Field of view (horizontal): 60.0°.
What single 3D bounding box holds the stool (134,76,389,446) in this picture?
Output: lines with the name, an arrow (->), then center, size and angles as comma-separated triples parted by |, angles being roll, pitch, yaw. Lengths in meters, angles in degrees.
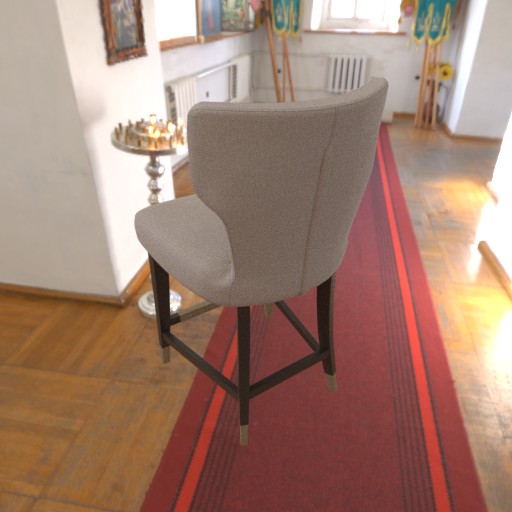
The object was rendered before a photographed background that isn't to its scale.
stool -> 0.000, 0.000, 1.294 | 0.527, 0.982, 0.563 | -20, 36, -29
